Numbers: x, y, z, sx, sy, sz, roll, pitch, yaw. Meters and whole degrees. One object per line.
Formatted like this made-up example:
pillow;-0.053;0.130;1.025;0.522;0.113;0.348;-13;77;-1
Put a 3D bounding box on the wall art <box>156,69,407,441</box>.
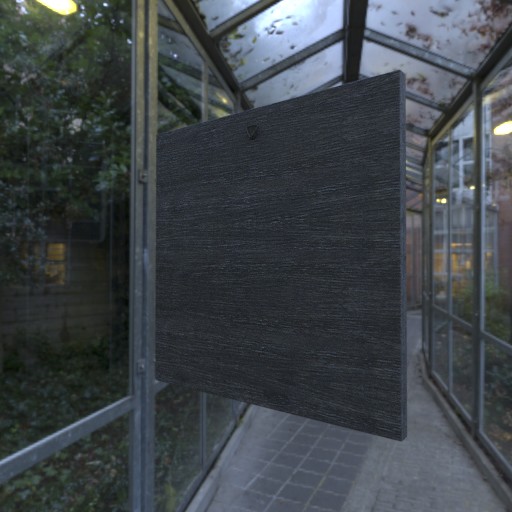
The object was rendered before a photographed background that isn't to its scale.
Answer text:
wall art;0.000;0.000;0.693;0.462;0.459;0.027;-1;-1;38
